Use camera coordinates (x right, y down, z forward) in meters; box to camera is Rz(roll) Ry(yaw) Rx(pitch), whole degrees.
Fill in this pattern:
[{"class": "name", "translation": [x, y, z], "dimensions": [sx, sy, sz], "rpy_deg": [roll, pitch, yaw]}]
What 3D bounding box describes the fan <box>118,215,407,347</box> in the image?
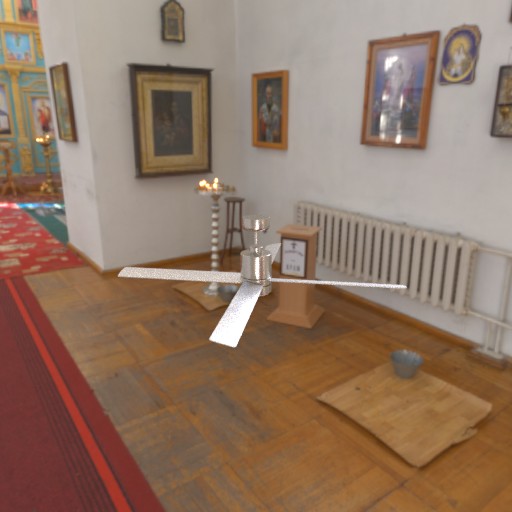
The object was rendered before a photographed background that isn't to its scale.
[{"class": "fan", "translation": [0.000, 0.000, 2.002], "dimensions": [1.322, 0.355, 1.322], "rpy_deg": [3, 16, 9]}]
